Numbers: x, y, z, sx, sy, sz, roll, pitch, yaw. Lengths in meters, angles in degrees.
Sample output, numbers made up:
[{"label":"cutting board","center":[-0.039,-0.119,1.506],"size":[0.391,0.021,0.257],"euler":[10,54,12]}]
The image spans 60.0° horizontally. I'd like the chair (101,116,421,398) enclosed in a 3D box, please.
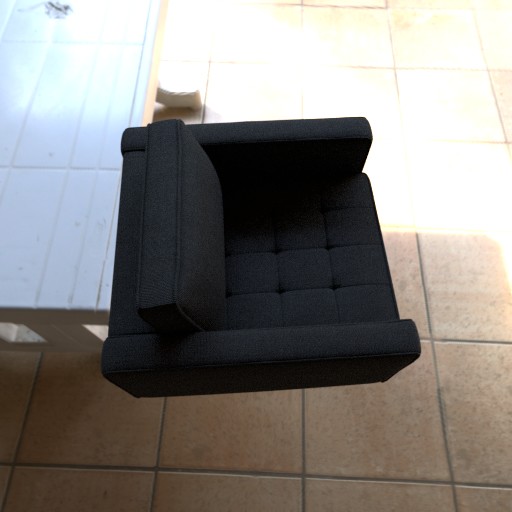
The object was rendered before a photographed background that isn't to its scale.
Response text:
[{"label":"chair","center":[0.000,0.000,1.593],"size":[0.919,0.770,0.899],"euler":[-3,64,-2]}]
